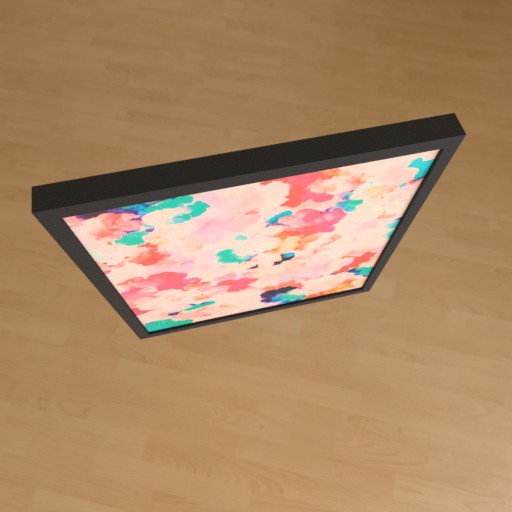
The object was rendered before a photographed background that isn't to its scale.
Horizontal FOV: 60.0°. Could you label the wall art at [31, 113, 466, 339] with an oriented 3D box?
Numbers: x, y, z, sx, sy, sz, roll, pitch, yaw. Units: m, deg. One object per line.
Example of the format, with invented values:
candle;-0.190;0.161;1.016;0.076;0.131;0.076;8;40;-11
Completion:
wall art;0.000;0.000;0.737;0.506;0.503;0.036;-11;64;-5
